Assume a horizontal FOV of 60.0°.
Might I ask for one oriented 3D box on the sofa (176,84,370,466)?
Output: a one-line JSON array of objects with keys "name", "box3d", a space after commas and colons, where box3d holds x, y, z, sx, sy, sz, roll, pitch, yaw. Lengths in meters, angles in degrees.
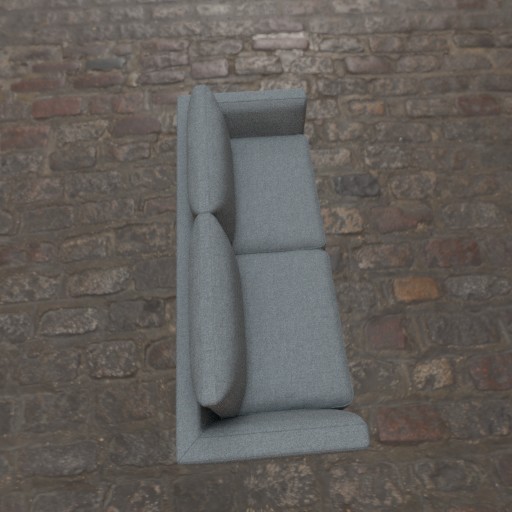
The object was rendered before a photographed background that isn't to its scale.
[{"name": "sofa", "box3d": [0.000, 0.000, 2.628, 0.869, 1.002, 2.212, -4, 62, -2]}]
